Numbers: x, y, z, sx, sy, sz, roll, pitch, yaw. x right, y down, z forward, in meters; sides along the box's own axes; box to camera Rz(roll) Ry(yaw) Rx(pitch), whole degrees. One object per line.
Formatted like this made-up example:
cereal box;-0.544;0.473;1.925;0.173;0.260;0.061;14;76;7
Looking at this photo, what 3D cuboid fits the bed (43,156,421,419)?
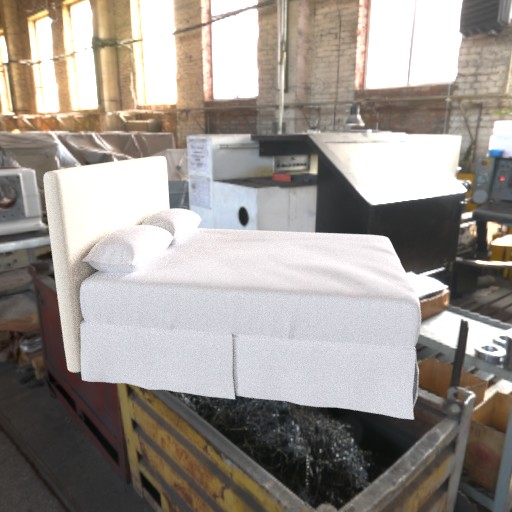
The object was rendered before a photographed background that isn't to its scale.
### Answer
bed;0.000;0.000;3.216;2.142;1.330;1.713;3;16;10
